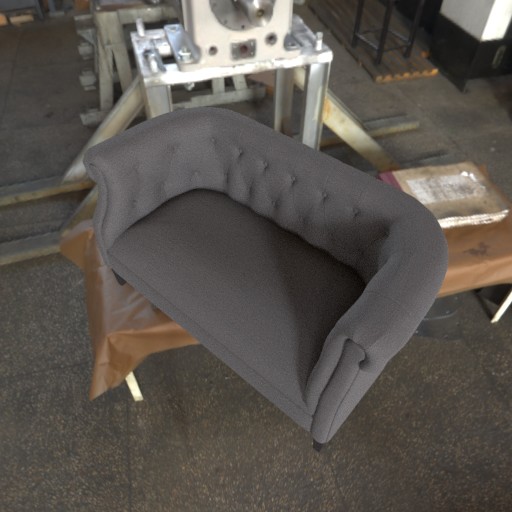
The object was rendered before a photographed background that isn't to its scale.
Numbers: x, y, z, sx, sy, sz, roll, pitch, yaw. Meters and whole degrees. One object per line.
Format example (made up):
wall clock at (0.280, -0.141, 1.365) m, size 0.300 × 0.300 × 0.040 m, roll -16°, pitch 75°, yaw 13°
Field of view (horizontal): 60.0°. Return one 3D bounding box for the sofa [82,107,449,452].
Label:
sofa at (0.000, 0.000, 2.046) m, size 1.558 × 0.827 × 0.835 m, roll 33°, pitch 56°, yaw 26°
